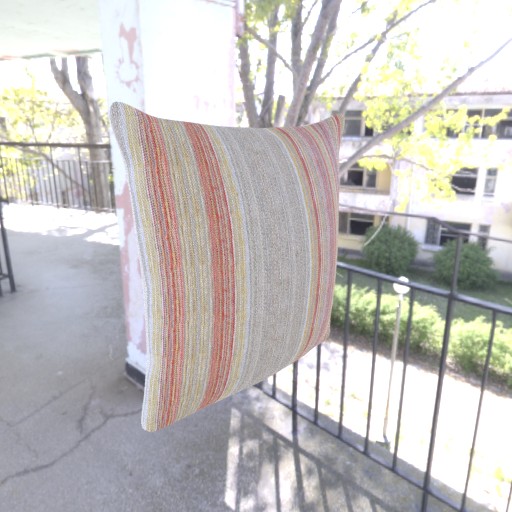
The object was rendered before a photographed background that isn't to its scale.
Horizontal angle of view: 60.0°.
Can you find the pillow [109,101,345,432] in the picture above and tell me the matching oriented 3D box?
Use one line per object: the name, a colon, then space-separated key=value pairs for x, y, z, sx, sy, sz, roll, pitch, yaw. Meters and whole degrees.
pillow: x=0.000 y=0.000 z=0.706 sx=0.451 sy=0.449 sz=0.191 roll=-15 pitch=22 yaw=-42
